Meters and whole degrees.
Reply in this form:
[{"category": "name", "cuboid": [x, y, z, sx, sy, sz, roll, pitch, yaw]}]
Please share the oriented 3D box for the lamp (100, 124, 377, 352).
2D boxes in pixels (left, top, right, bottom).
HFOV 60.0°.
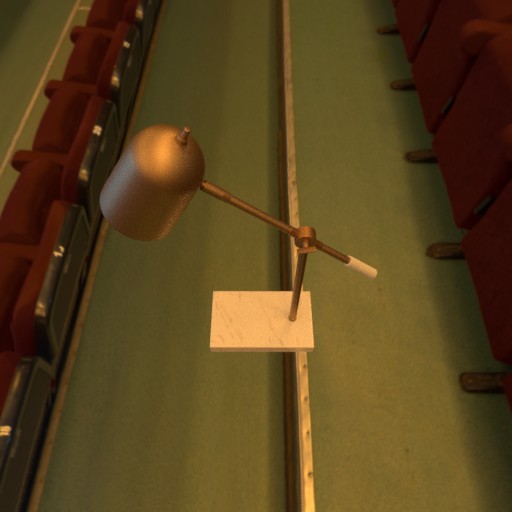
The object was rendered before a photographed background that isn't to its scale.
[{"category": "lamp", "cuboid": [0.000, 0.000, 0.817, 0.471, 0.603, 0.144, 0, 57, 0]}]
